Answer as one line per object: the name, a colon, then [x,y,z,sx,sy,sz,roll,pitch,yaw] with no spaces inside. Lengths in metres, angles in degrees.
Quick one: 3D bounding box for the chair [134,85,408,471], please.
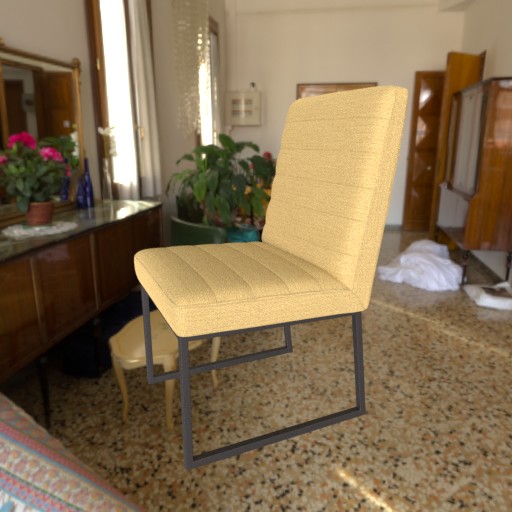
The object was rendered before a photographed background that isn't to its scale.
chair: [0.000,0.000,1.308,0.634,0.930,0.520,-7,16,-24]
